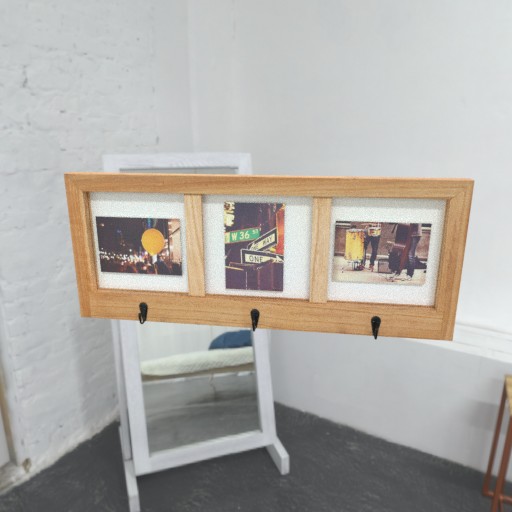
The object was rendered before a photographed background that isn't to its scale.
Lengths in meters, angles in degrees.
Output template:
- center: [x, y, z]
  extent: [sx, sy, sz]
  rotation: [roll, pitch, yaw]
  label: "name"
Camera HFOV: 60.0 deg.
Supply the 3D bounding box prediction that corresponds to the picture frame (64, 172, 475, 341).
- center: [0.000, 0.000, 0.660]
  extent: [0.582, 0.234, 0.045]
  rotation: [2, 17, 8]
  label: "picture frame"
